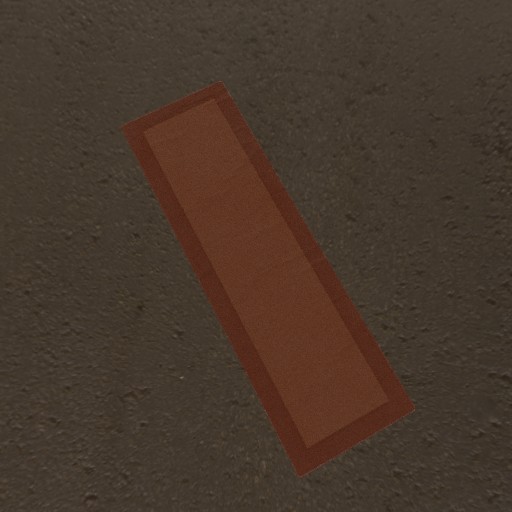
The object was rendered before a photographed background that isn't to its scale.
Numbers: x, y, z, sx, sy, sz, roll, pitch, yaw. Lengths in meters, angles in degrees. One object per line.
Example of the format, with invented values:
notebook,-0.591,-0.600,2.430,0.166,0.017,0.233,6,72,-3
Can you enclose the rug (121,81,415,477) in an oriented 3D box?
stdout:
rug,0.000,0.000,2.724,0.914,0.013,2.471,-31,77,-8
